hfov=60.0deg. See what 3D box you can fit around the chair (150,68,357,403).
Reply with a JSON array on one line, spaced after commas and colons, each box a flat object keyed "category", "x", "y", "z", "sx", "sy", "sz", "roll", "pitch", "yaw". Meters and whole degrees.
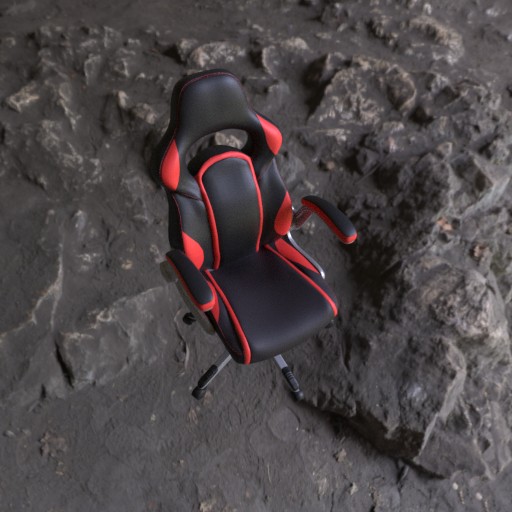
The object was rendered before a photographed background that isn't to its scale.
[{"category": "chair", "x": 0.000, "y": 0.000, "z": 1.669, "sx": 0.758, "sy": 1.165, "sz": 0.712, "roll": -24, "pitch": 50, "yaw": -22}]
